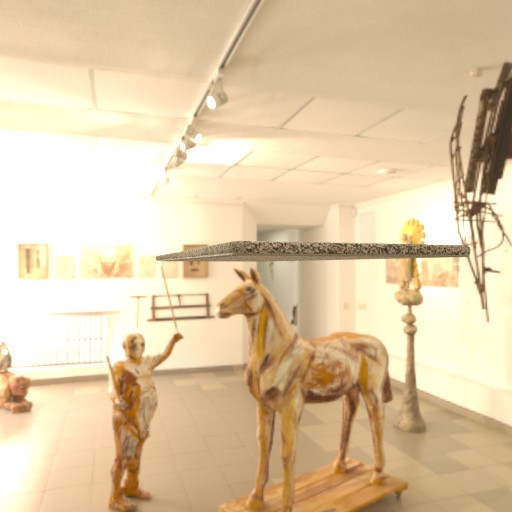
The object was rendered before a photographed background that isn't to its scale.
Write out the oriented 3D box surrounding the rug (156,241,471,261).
[{"bbox_3d":[0.000,0.000,1.706,0.609,0.030,1.524,0,-1,-18],"label":"rug"}]
